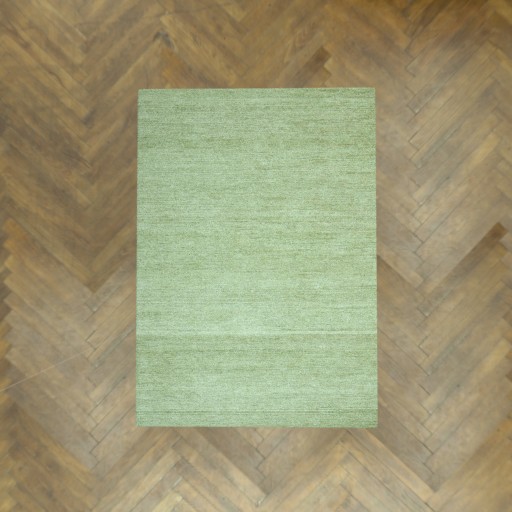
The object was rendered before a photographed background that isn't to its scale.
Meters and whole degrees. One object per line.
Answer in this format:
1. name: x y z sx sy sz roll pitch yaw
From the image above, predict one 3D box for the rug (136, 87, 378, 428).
1. rug: 0.000 0.000 2.969 1.606 0.017 2.270 0 88 1
